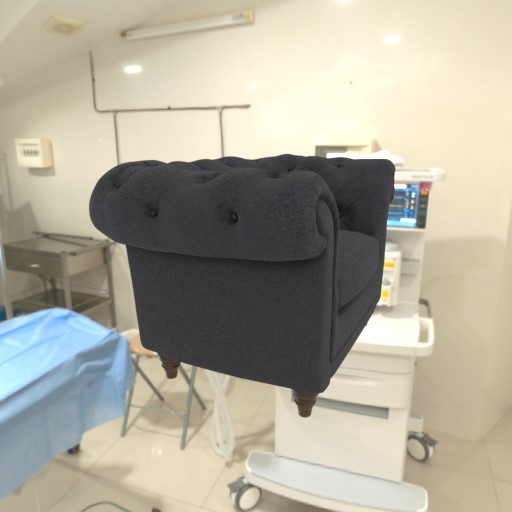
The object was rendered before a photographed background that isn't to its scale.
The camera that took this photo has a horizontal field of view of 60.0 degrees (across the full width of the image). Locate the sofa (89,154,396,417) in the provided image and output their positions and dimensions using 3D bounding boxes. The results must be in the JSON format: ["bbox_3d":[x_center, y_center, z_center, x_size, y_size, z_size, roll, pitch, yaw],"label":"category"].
[{"bbox_3d":[0.000,0.000,2.025,1.032,0.878,1.405,7,16,25],"label":"sofa"}]
